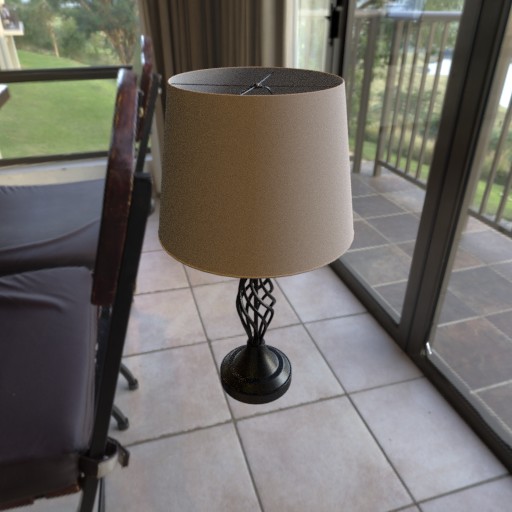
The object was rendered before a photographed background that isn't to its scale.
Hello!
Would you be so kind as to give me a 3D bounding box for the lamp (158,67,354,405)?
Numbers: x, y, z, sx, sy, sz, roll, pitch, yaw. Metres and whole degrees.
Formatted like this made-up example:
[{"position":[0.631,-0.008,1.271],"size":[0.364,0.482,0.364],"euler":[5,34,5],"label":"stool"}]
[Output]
[{"position":[0.000,0.000,0.791],"size":[0.331,0.594,0.331],"euler":[0,30,0],"label":"lamp"}]
